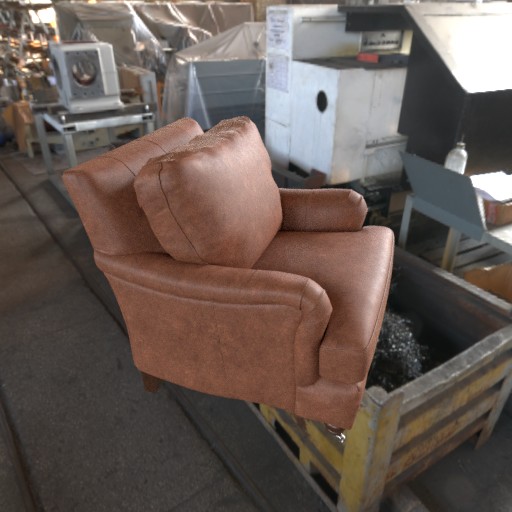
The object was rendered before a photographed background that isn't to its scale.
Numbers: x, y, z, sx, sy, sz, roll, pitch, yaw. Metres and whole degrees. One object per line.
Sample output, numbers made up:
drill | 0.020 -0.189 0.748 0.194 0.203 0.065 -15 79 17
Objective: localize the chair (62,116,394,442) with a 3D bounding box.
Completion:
chair | 0.000 0.000 1.963 1.158 1.055 0.986 10 31 17
